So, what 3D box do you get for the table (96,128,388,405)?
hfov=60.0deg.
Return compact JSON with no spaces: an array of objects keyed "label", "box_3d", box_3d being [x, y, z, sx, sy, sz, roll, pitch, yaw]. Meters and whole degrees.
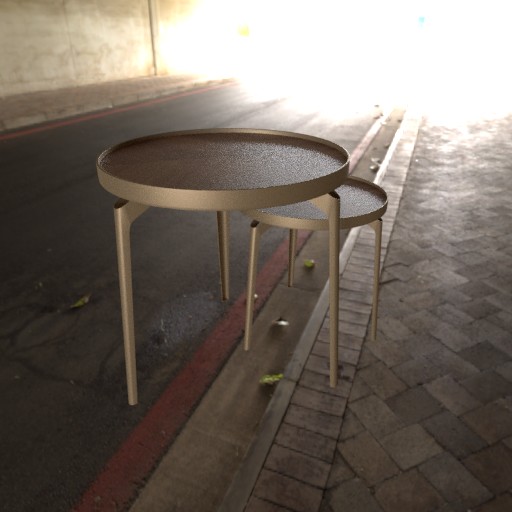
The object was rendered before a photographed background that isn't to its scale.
[{"label":"table","box_3d":[0.000,0.000,1.126,0.751,0.555,0.532,-19,32,-32]}]
